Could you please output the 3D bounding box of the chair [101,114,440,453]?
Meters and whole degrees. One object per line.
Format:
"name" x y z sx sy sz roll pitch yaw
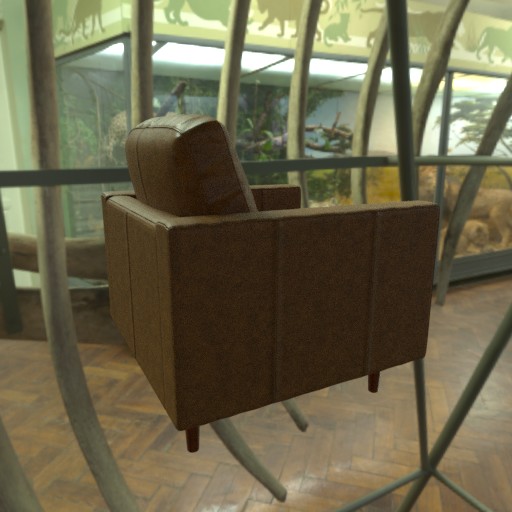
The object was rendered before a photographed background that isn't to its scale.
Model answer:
"chair" 0.000 0.000 1.611 0.909 0.956 0.890 -7 15 -27
